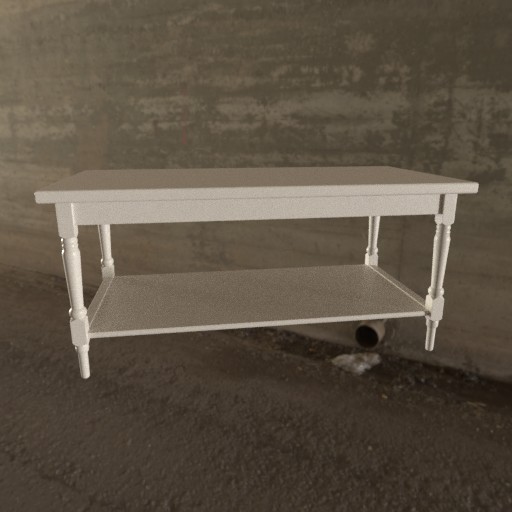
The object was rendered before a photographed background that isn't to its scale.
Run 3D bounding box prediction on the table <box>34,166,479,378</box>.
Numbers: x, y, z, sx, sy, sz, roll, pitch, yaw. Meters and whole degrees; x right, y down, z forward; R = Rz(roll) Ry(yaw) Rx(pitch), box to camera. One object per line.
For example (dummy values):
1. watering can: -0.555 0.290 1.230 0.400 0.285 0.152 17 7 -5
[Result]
1. table: 0.000 0.000 1.419 1.107 0.510 0.550 -2 16 -9
